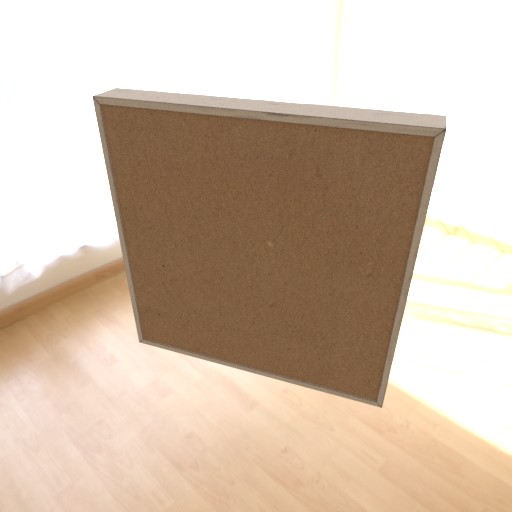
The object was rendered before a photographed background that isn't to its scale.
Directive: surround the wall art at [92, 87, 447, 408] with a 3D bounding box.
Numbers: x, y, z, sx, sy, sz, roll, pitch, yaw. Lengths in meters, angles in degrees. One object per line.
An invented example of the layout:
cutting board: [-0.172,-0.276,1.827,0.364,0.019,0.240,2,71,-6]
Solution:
wall art: [0.000,0.000,0.459,0.305,0.305,0.038,11,34,16]
